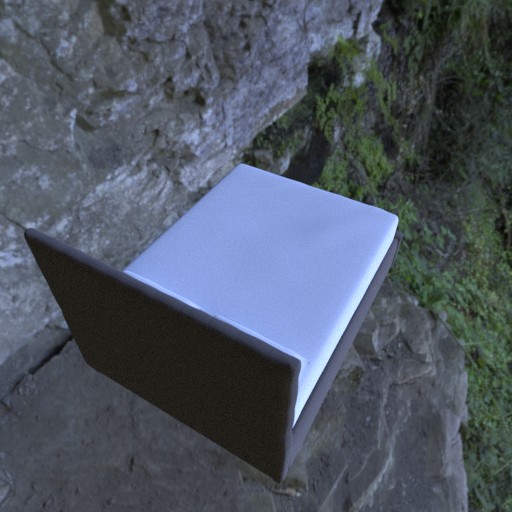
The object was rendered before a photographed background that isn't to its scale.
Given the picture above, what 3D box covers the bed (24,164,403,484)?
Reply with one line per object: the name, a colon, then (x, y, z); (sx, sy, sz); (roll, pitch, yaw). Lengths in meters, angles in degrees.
bed: (0.000, 0.000, 3.281); (1.696, 1.426, 2.233); (23, 49, 21)
